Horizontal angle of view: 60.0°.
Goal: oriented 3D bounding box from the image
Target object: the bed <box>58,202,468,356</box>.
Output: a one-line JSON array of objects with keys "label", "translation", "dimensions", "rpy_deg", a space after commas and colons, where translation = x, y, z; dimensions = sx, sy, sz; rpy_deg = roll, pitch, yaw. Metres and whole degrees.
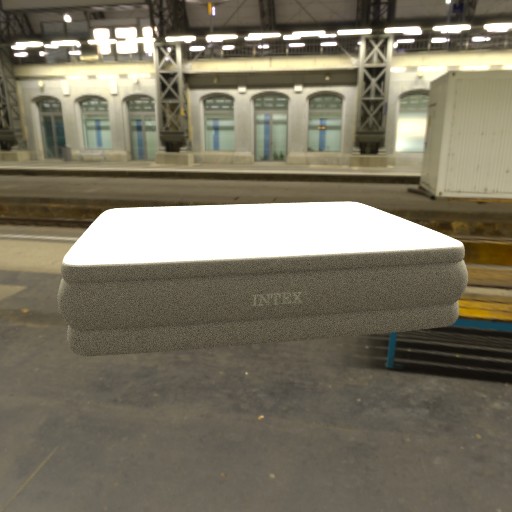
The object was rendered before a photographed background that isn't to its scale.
[{"label": "bed", "translation": [0.000, 0.000, 2.733], "dimensions": [2.036, 0.460, 1.520], "rpy_deg": [-3, 16, -10]}]
